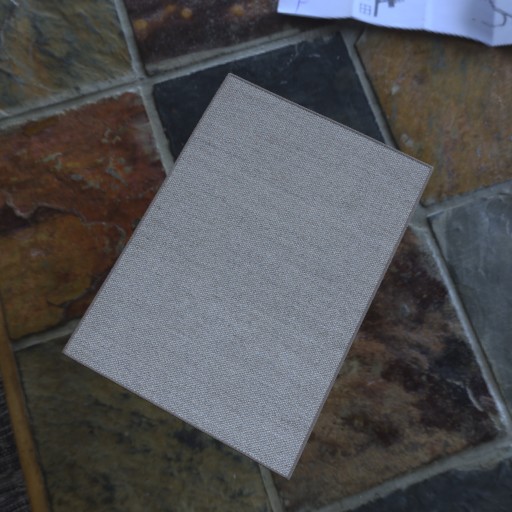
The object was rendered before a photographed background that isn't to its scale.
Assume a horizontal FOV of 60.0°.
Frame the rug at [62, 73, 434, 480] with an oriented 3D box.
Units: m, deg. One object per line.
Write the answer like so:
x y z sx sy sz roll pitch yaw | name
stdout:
0.000 0.000 2.755 1.517 0.013 2.115 27 79 6 | rug
